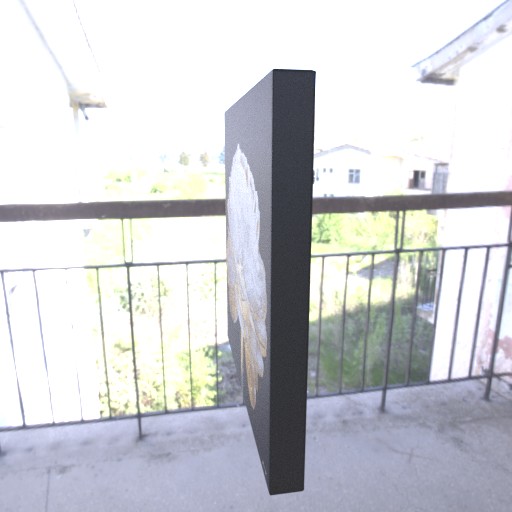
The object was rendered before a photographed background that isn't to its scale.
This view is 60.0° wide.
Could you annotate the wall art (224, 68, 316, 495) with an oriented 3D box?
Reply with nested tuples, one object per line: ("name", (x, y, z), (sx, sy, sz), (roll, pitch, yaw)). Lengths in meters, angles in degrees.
("wall art", (0.000, 0.000, 0.600), (0.041, 0.407, 0.406), (-2, 13, -9))
